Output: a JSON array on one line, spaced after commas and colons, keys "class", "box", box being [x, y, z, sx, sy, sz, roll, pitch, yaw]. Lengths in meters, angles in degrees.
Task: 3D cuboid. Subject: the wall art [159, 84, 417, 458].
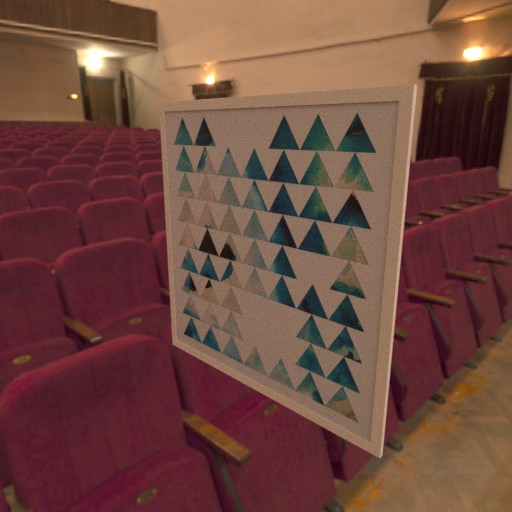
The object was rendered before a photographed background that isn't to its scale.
[{"class": "wall art", "box": [0.000, 0.000, 1.188, 0.809, 0.809, 0.012, 15, 22, 42]}]
